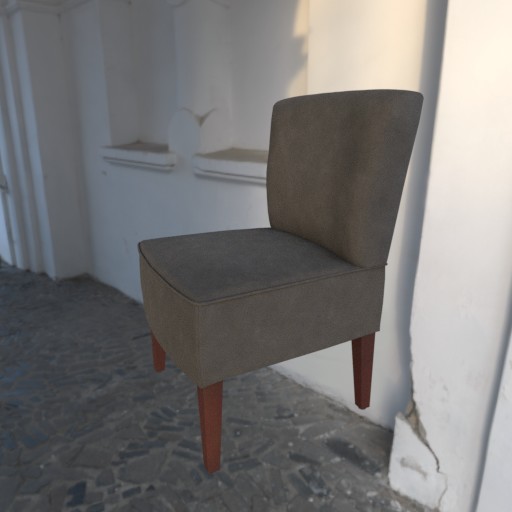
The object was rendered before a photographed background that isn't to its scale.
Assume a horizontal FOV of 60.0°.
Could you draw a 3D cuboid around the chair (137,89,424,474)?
[{"bbox_3d":[0.000,0.000,1.142,0.554,0.806,0.521,-8,19,-25],"label":"chair"}]
